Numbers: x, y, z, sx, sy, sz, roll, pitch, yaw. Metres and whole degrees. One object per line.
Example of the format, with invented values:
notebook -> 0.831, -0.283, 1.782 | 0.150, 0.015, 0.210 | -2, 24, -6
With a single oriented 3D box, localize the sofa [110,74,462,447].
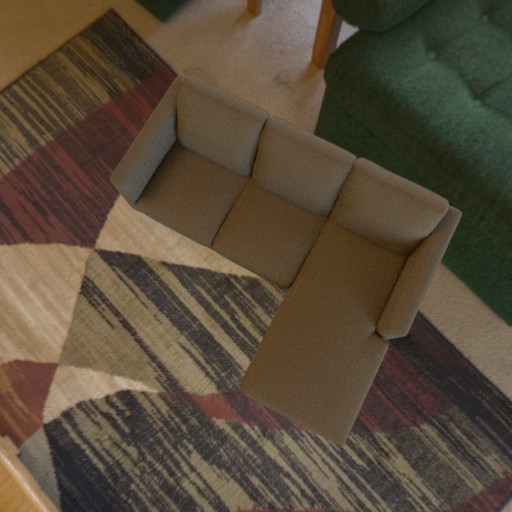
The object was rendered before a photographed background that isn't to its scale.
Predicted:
sofa -> 0.000, 0.000, 2.894 | 2.031, 0.897, 1.591 | 28, 78, 6
